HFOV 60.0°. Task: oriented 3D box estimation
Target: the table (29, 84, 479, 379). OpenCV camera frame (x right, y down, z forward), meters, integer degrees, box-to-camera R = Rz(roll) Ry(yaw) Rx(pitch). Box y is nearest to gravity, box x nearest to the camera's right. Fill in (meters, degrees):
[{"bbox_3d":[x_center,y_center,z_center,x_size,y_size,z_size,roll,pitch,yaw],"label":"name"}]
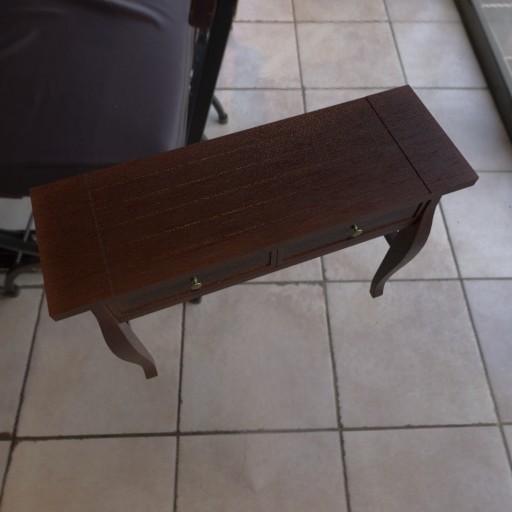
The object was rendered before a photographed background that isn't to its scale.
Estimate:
[{"bbox_3d":[0.000,0.000,1.440,1.062,0.768,0.373,-18,63,-9],"label":"table"}]
